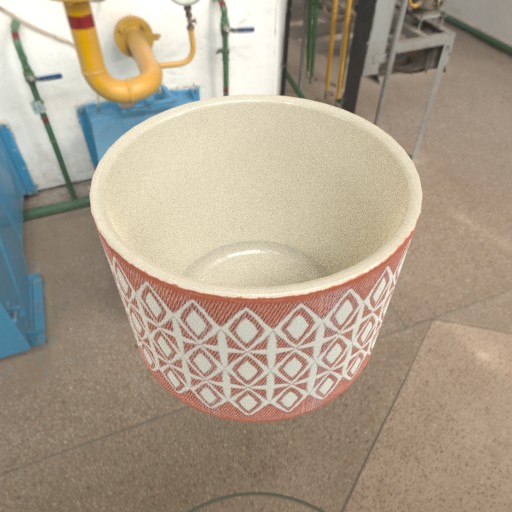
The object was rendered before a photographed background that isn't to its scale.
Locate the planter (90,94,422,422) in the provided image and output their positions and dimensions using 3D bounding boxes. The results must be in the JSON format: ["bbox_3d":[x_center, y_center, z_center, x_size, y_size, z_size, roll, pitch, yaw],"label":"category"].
[{"bbox_3d":[0.000,0.000,0.316,0.192,0.148,0.192,0,46,0],"label":"planter"}]
